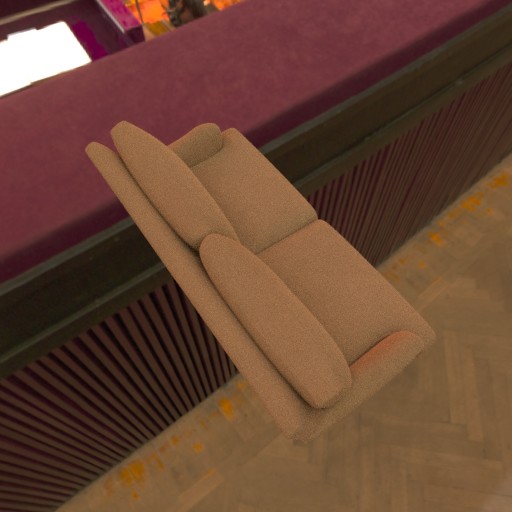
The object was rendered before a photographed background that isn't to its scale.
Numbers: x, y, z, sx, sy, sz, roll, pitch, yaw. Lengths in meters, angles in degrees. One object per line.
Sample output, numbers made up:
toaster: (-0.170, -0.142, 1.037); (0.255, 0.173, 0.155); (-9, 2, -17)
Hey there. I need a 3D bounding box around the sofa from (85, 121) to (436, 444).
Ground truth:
sofa: (0.000, 0.000, 2.712); (1.091, 0.997, 2.070); (-31, 63, -18)
